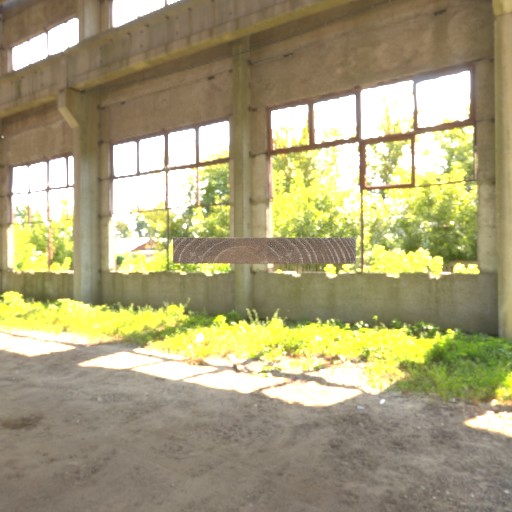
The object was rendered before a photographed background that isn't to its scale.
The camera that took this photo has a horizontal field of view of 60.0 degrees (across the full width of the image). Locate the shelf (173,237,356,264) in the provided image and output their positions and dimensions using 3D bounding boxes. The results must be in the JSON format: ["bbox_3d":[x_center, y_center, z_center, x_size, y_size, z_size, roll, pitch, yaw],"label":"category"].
[{"bbox_3d":[0.000,0.000,0.642,0.140,0.020,0.610,0,-1,-1],"label":"shelf"}]
